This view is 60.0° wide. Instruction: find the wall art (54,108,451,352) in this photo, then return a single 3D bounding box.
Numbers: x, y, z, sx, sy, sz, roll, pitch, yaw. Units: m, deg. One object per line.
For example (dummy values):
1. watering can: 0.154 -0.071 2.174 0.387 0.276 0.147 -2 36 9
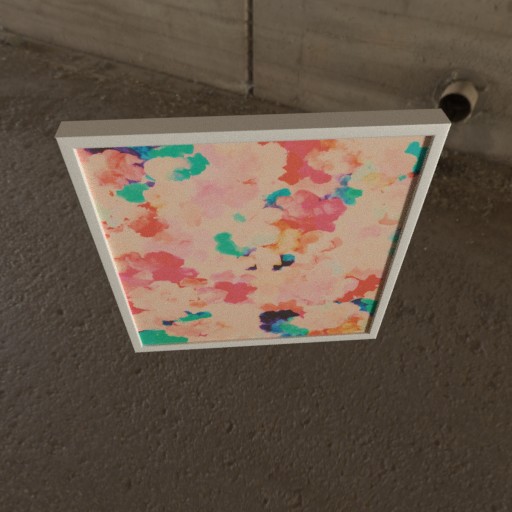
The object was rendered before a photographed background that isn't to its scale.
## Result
1. wall art: 0.000 0.000 0.760 0.506 0.505 0.038 -3 46 -3
